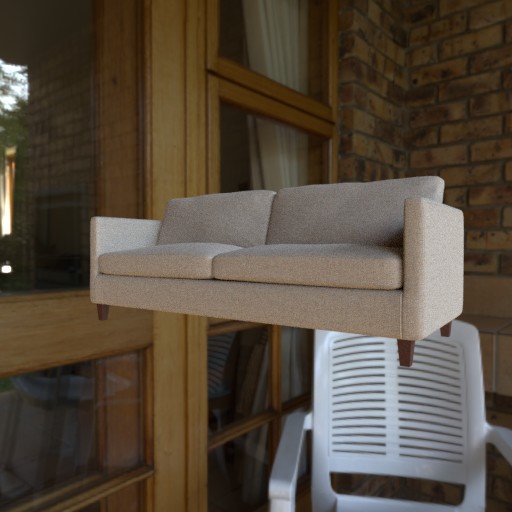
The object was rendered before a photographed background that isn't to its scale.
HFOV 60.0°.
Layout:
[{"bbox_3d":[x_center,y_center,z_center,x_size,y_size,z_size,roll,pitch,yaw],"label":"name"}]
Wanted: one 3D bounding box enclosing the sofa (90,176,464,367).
[{"bbox_3d":[0.000,0.000,2.990,2.434,0.965,0.951,1,1,35],"label":"sofa"}]
